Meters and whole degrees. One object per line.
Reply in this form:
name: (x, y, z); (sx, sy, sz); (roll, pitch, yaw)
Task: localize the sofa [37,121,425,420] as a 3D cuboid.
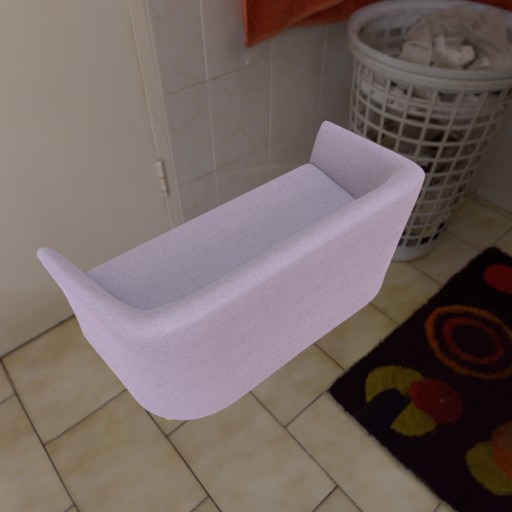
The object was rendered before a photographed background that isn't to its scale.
sofa: (0.000, 0.000, 1.849); (1.452, 0.721, 0.705); (-30, 53, -26)
